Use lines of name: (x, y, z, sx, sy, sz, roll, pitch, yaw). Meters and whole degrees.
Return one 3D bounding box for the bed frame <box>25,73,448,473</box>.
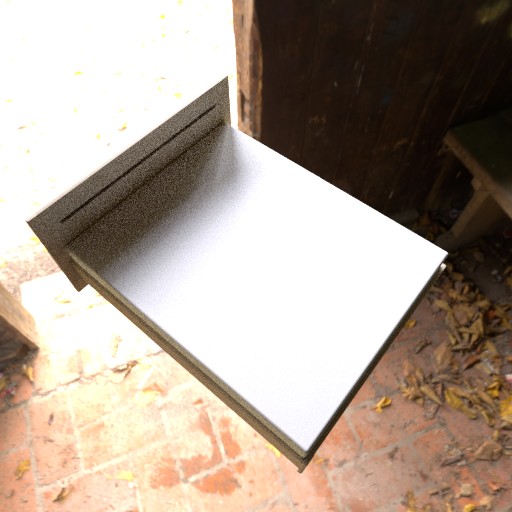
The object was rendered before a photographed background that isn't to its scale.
bed frame: (0.000, 0.000, 3.027, 2.080, 0.900, 1.800, 35, 64, 20)
